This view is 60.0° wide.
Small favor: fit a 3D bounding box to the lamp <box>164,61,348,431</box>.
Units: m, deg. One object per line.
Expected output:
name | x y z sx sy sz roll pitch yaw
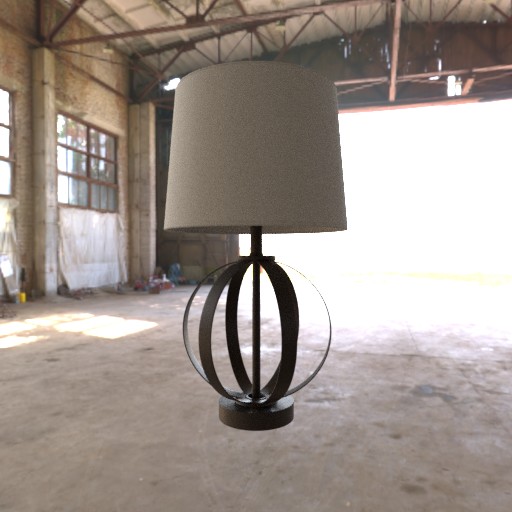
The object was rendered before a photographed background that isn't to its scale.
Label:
lamp | 0.000 0.000 0.704 0.286 0.510 0.286 0 0 0
